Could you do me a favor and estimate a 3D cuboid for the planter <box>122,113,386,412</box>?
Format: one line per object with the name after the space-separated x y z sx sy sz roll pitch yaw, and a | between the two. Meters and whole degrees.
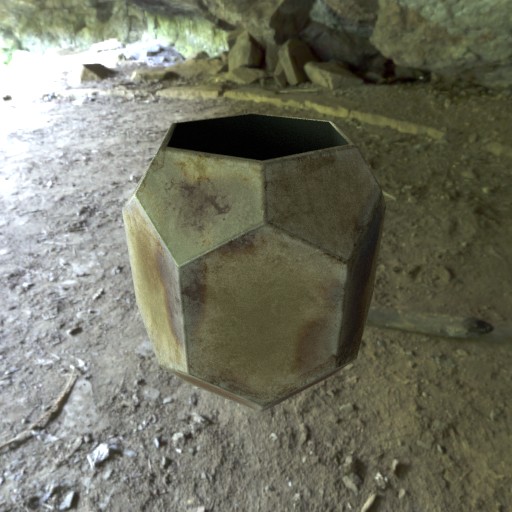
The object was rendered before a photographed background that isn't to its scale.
0.000 0.000 0.432 0.221 0.238 0.243 -17 33 -29 | planter
